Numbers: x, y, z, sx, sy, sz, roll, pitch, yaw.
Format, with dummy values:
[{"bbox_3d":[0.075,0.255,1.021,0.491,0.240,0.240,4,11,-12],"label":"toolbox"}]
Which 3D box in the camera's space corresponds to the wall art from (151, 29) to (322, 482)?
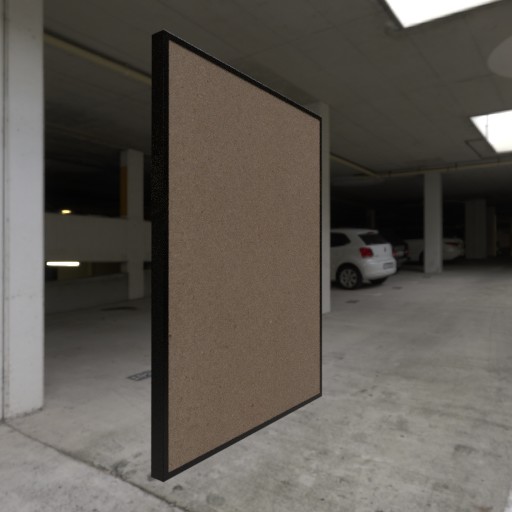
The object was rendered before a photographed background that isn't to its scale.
[{"bbox_3d":[0.000,0.000,1.355,0.043,1.046,0.788,0,0,36],"label":"wall art"}]
